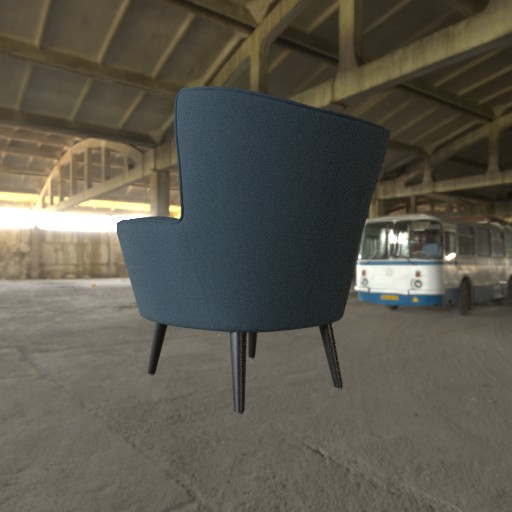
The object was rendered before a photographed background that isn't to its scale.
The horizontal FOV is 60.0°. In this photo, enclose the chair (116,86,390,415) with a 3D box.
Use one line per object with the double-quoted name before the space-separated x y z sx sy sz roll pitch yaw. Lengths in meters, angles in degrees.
"chair" 0.000 0.000 1.602 0.781 0.933 0.888 0 -1 -36
